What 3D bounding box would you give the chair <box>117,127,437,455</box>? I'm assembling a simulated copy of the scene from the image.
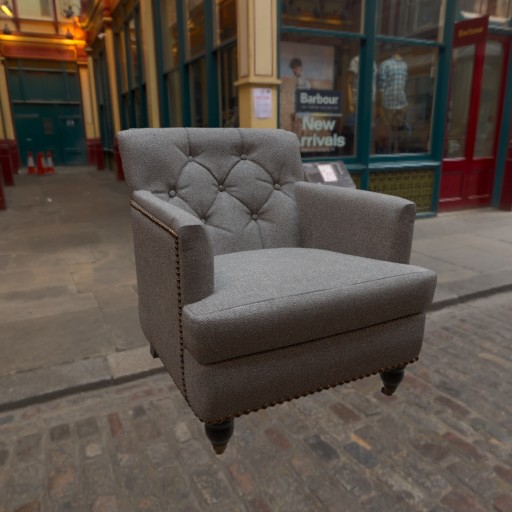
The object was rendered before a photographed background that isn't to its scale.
[{"bbox_3d":[0.000,0.000,1.470,0.737,0.823,0.902,-8,17,-26],"label":"chair"}]
